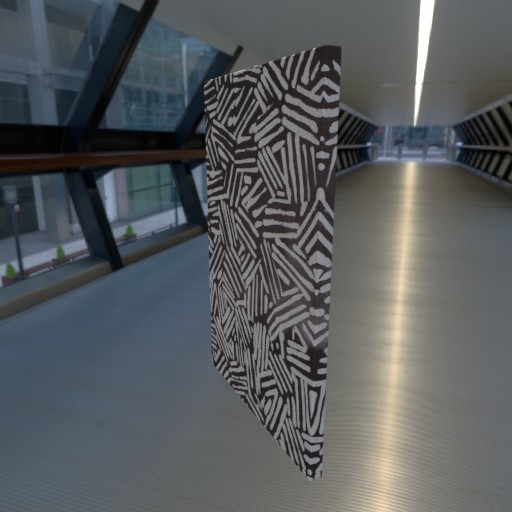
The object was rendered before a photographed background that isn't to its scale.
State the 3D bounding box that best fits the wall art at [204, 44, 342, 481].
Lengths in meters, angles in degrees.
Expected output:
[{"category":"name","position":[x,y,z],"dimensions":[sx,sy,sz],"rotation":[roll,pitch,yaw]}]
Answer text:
[{"category":"wall art","position":[0.000,0.000,1.165],"dimensions":[0.035,0.918,0.615],"rotation":[-7,17,-26]}]
